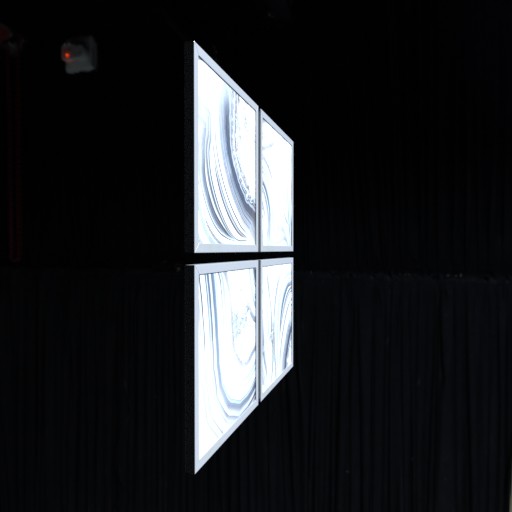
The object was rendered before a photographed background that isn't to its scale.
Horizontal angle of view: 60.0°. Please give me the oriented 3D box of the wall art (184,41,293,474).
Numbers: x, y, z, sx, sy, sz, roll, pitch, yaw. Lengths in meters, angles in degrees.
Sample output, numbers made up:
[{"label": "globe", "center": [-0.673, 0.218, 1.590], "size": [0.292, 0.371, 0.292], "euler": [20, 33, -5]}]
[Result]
[{"label": "wall art", "center": [0.000, 0.000, 1.679], "size": [0.029, 1.118, 1.118], "euler": [0, 1, 18]}]
